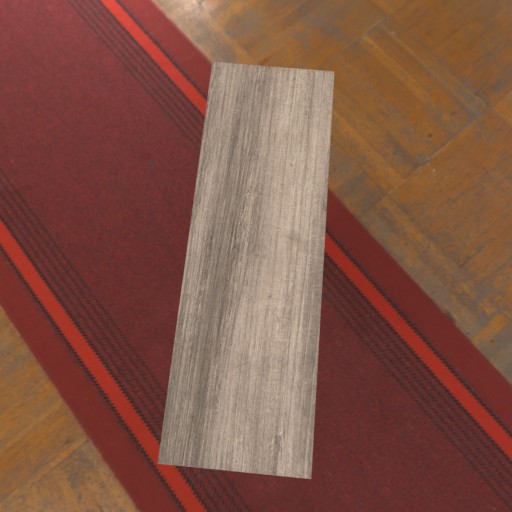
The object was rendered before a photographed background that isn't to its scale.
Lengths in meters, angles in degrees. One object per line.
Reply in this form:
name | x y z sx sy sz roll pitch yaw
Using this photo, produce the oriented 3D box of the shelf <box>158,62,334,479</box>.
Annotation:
shelf | 0.000 0.000 0.709 0.200 0.125 0.610 5 76 1
